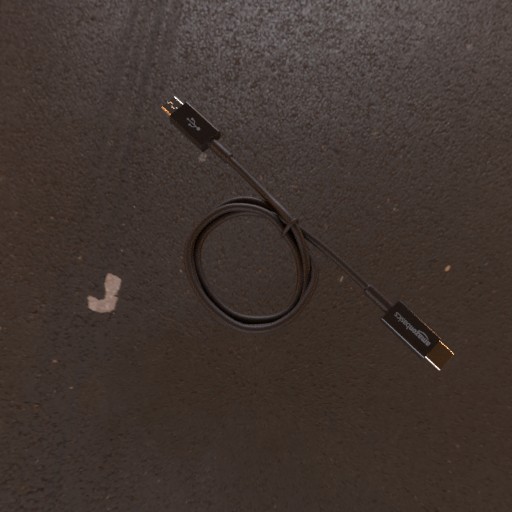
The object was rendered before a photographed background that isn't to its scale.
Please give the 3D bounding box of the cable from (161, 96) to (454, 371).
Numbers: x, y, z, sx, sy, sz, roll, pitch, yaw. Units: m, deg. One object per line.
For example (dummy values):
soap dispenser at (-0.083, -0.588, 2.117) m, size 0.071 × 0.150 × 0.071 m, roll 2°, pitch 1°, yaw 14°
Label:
cable at (0.000, 0.000, 0.212) m, size 0.070 × 0.014 × 0.192 m, roll -43°, pitch 78°, yaw -11°
